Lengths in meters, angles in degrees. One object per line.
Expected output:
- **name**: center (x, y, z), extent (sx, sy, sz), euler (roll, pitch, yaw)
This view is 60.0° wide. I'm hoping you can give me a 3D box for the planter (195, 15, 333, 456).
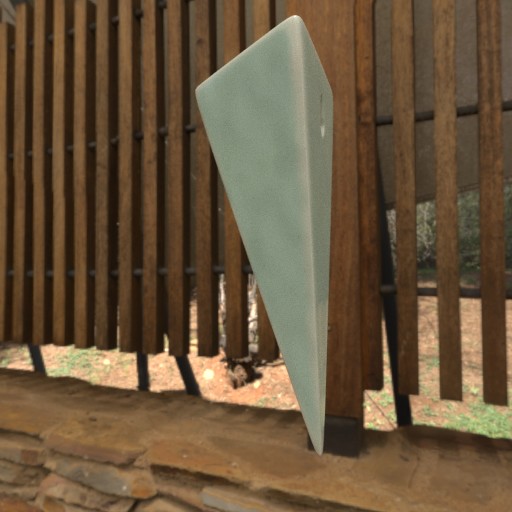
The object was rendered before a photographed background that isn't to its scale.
- **planter**: center (0.000, 0.000, 0.210), extent (0.064, 0.178, 0.080), euler (-1, -2, 19)
